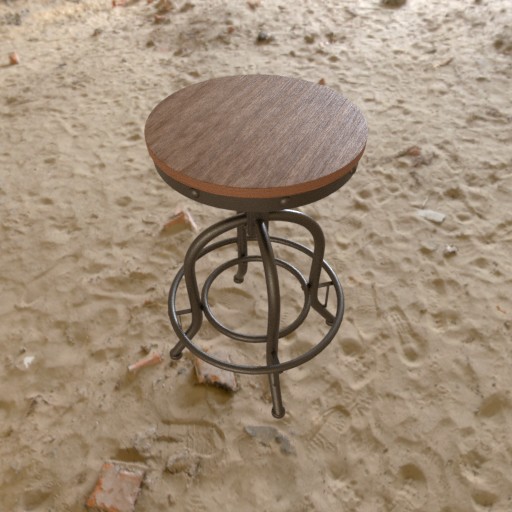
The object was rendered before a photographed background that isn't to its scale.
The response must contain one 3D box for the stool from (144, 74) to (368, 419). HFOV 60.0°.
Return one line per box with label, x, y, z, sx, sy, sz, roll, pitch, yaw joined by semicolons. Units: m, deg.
stool;0.000;0.000;0.919;0.439;0.609;0.439;-10;46;-10
